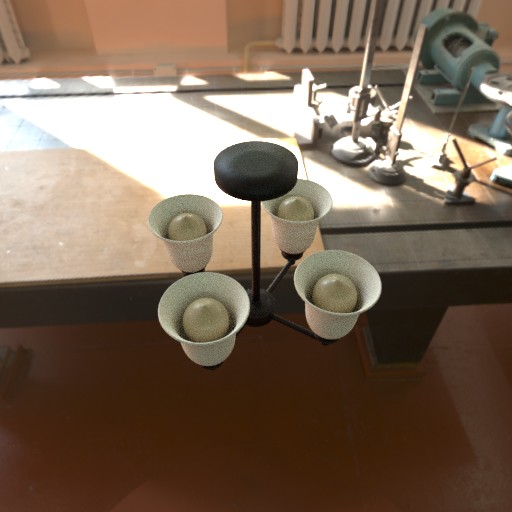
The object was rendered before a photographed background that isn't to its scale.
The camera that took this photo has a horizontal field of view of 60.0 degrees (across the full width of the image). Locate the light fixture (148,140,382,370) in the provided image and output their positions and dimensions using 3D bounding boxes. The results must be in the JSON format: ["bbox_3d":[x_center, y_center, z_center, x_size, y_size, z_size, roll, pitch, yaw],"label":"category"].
[{"bbox_3d":[0.000,0.000,1.883,1.069,0.925,1.069,23,50,21],"label":"light fixture"}]
